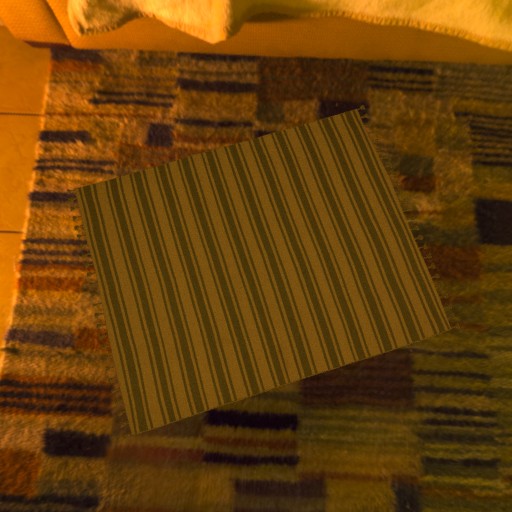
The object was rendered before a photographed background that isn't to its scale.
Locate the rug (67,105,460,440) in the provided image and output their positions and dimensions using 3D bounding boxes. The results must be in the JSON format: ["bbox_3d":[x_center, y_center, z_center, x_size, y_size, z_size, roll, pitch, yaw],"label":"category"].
[{"bbox_3d":[0.000,0.000,4.237,3.201,0.005,2.439,-17,76,-4],"label":"rug"}]
